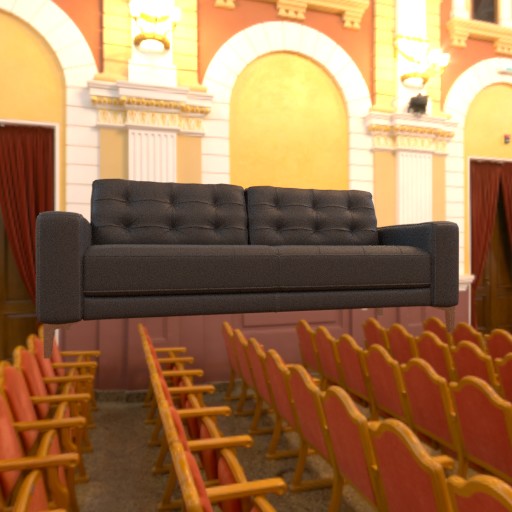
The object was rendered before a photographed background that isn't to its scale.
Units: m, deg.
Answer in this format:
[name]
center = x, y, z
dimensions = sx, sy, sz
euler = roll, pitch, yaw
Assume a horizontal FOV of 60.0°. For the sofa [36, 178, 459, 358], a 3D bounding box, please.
[sofa]
center = 0.000, 0.000, 2.640
dimensions = 2.275, 0.893, 0.833
euler = 0, 0, -17
